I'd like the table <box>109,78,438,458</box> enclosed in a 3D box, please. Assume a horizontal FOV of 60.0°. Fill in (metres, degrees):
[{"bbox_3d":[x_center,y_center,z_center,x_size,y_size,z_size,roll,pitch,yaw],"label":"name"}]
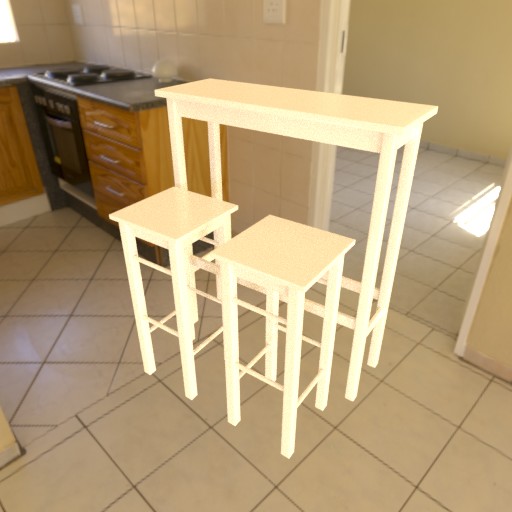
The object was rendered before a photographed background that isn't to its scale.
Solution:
[{"bbox_3d":[0.000,0.000,1.629,0.915,1.065,0.650,20,36,30],"label":"table"}]
